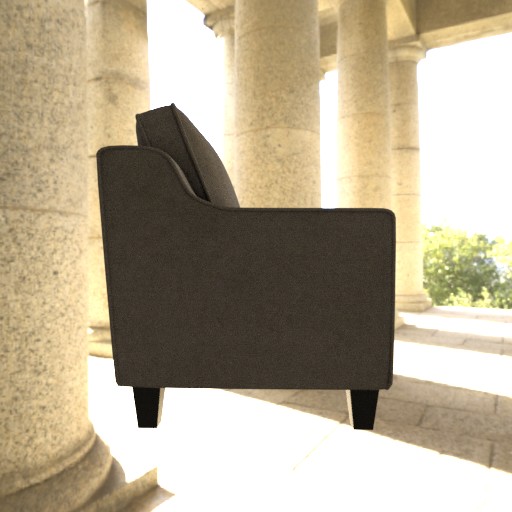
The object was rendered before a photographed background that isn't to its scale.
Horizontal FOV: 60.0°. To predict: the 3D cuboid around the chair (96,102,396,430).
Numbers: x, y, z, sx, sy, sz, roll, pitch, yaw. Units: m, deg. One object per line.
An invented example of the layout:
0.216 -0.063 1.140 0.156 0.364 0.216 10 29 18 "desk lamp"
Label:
0.000 0.000 1.631 0.840 0.944 0.926 0 1 1 "chair"
